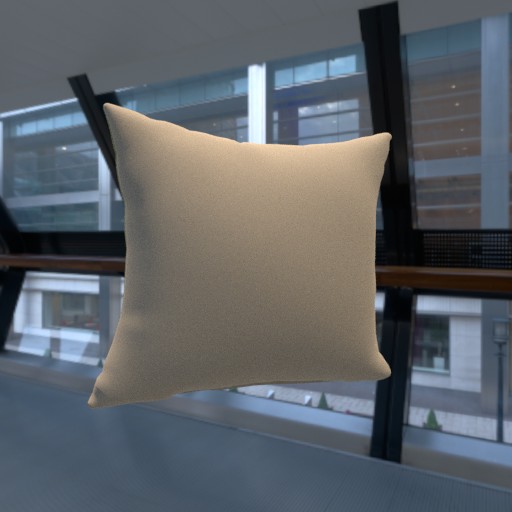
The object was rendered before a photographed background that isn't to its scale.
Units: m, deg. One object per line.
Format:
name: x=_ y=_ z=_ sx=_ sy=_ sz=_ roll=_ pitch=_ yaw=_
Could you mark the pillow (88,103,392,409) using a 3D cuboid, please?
pillow: x=0.000 y=0.000 z=0.785 sx=0.560 sy=0.487 sz=0.229 roll=0 pitch=0 yaw=-18
